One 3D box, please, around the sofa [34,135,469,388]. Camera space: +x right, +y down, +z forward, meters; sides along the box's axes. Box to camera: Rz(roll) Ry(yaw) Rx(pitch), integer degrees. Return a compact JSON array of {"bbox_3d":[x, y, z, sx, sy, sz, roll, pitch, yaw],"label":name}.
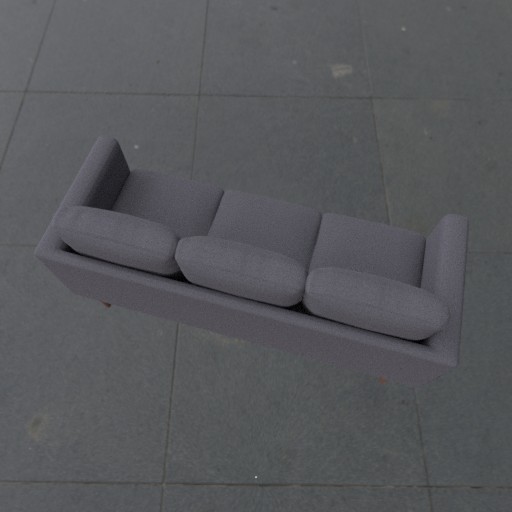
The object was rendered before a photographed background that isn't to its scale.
[{"bbox_3d":[0.000,0.000,2.398,2.029,0.912,0.802,14,64,7],"label":"sofa"}]
